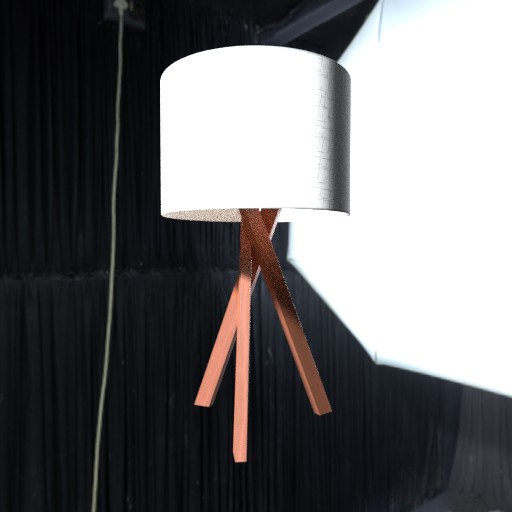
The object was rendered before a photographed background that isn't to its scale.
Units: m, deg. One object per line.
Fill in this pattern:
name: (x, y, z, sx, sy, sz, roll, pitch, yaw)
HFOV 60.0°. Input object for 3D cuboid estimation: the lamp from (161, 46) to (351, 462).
lamp: (0.000, 0.000, 0.911, 0.380, 0.686, 0.380, -1, 1, -36)
